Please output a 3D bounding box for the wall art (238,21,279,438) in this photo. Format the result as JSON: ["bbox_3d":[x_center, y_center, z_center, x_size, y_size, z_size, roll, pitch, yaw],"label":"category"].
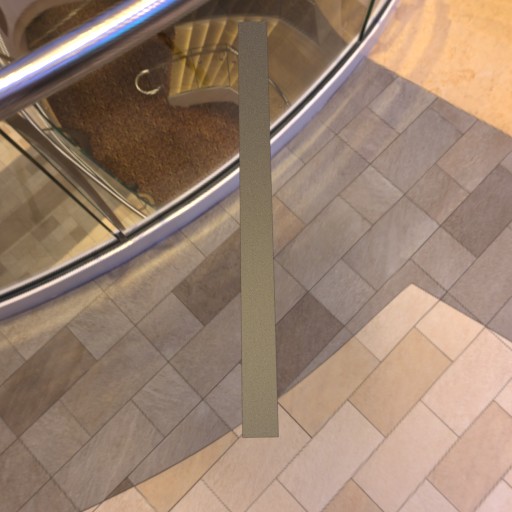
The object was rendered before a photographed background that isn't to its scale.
[{"bbox_3d":[0.000,0.000,0.764,0.038,0.507,0.507,-1,77,0],"label":"wall art"}]
